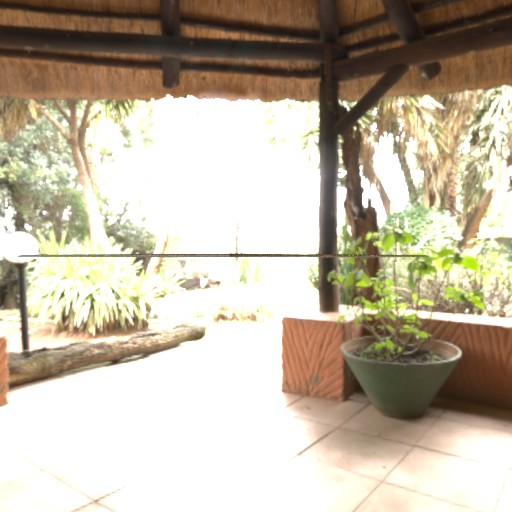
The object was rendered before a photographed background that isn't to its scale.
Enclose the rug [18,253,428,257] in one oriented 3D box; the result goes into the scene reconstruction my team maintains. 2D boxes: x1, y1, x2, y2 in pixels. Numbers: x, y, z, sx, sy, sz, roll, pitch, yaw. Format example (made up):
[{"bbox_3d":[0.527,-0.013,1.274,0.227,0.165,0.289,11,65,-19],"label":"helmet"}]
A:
[{"bbox_3d":[0.000,0.000,2.278,1.206,0.012,1.824,0,0,37],"label":"rug"}]
